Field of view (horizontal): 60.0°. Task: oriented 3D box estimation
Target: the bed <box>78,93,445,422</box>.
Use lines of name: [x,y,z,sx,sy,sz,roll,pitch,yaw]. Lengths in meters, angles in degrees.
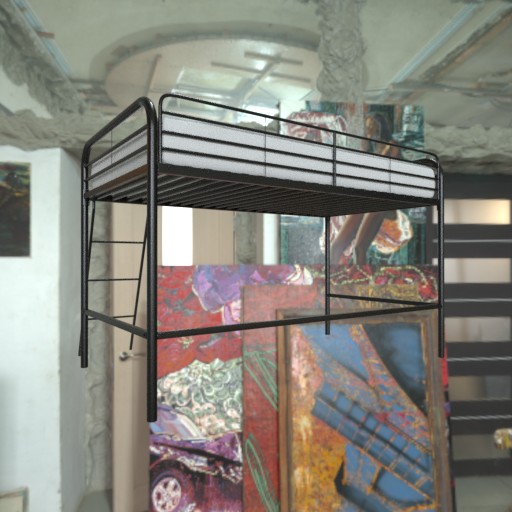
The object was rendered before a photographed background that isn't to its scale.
bed: [0.000,0.000,2.822,1.968,1.289,1.393,0,0,-35]
